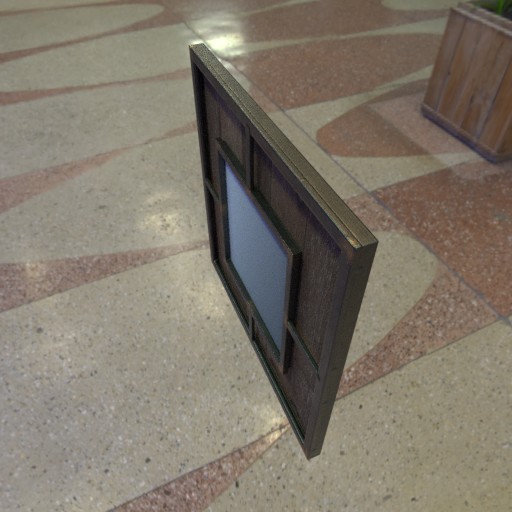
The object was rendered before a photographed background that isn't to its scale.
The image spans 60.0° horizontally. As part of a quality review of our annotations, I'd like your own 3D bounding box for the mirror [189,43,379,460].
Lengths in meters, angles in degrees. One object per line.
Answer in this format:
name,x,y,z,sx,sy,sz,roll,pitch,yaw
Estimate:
mirror,0.000,0.000,0.555,0.020,0.381,0.382,-17,48,-16
